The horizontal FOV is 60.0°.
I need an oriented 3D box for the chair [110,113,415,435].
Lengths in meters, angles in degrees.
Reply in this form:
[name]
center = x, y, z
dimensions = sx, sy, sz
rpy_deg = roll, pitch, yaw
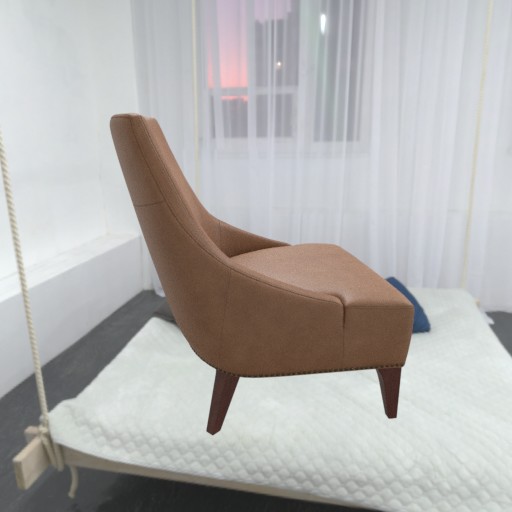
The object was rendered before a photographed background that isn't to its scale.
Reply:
[chair]
center = 0.000, 0.000, 1.502
dimensions = 0.861, 0.909, 0.701
rpy_deg = -2, 16, -8
